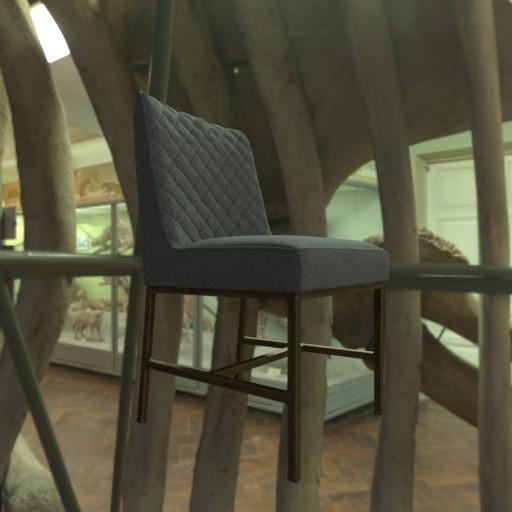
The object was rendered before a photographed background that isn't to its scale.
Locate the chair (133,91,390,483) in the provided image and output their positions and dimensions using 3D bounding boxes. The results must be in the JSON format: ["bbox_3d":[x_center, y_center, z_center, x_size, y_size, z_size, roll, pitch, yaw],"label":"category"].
[{"bbox_3d":[0.000,0.000,1.219,0.587,0.889,0.508,0,0,36],"label":"chair"}]
